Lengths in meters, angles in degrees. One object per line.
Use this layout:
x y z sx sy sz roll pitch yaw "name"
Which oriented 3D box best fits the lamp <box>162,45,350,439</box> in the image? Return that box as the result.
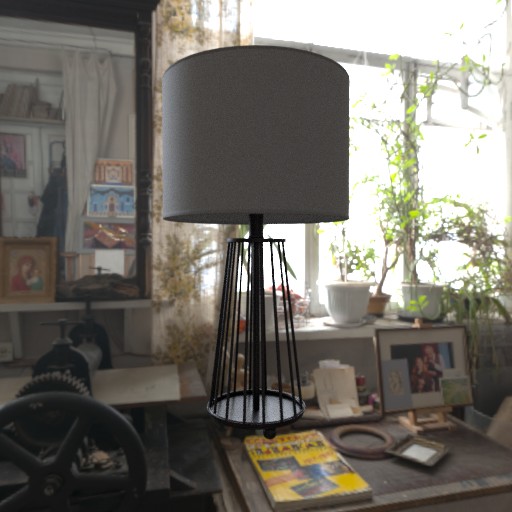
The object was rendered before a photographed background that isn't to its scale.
0.000 0.000 0.782 0.322 0.593 0.322 1 2 36 "lamp"
